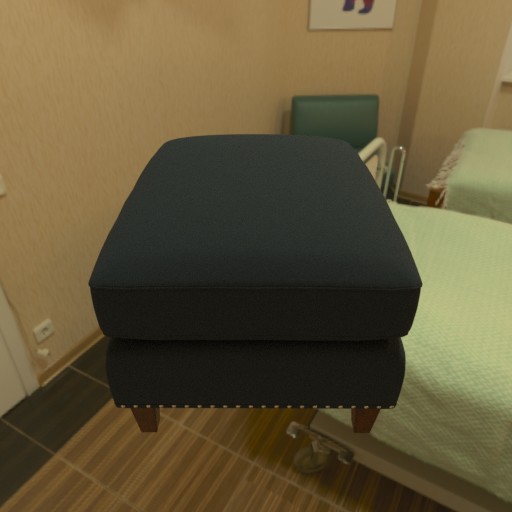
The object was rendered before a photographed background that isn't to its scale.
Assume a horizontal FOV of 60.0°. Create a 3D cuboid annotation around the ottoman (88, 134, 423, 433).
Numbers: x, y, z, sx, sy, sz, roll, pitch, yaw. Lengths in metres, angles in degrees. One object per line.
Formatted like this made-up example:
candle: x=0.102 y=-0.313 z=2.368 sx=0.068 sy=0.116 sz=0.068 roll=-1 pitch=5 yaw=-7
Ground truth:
ottoman: x=0.000 y=0.000 z=1.137 sx=0.584 sy=0.513 sz=0.741 roll=0 pitch=33 yaw=0
